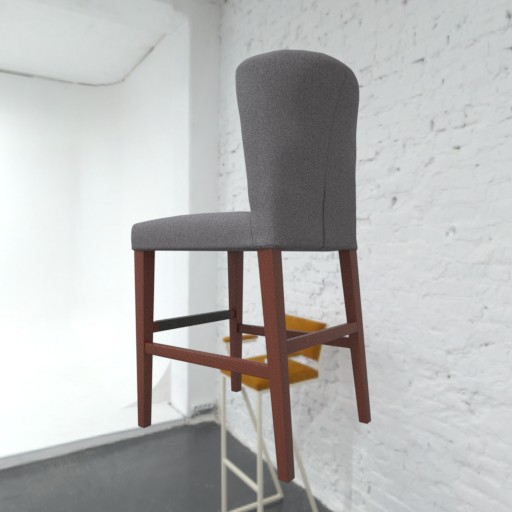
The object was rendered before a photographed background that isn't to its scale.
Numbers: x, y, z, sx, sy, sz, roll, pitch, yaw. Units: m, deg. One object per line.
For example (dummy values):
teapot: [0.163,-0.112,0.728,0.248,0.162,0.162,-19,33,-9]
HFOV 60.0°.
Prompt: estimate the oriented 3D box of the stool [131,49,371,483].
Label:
stool: [0.000,0.000,1.274,0.568,0.968,0.481,0,0,37]
